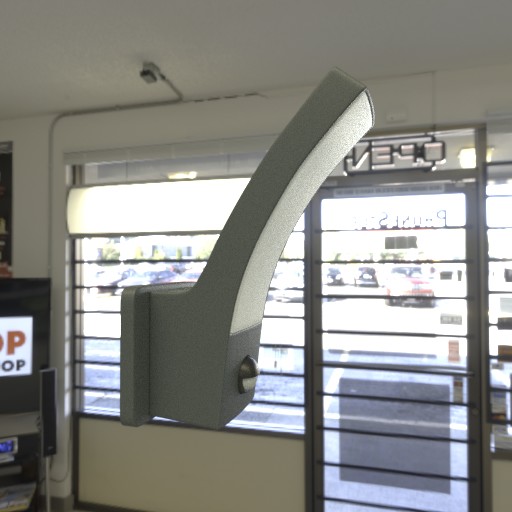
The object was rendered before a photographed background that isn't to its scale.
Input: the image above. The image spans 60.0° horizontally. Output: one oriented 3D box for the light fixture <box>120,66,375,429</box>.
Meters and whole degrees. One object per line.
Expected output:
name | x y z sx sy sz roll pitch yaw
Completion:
light fixture | 0.000 0.000 0.337 0.174 0.243 0.108 0 -1 18
